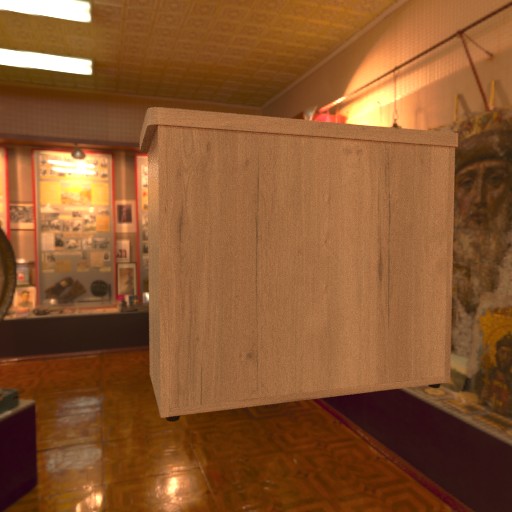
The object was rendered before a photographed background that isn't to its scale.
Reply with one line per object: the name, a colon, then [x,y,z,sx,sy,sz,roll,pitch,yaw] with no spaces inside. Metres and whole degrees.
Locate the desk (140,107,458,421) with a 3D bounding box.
desk: [0.000,0.000,1.738,0.900,0.760,1.169,-1,3,-18]
